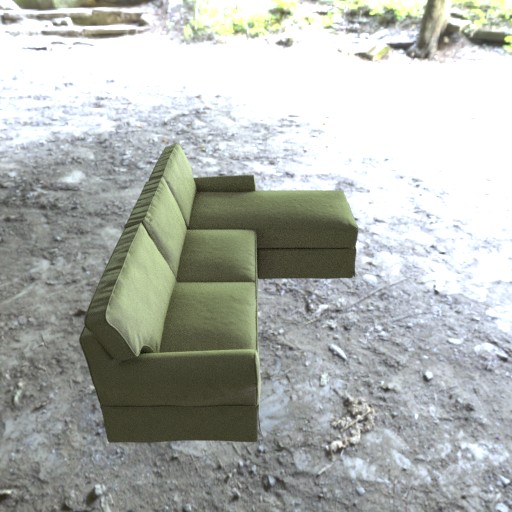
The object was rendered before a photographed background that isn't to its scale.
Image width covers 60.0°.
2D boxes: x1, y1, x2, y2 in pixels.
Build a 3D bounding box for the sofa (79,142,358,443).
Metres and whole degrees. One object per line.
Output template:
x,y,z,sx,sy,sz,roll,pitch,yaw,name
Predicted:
0.000,0.000,3.283,1.733,0.978,2.475,0,33,0,sofa
